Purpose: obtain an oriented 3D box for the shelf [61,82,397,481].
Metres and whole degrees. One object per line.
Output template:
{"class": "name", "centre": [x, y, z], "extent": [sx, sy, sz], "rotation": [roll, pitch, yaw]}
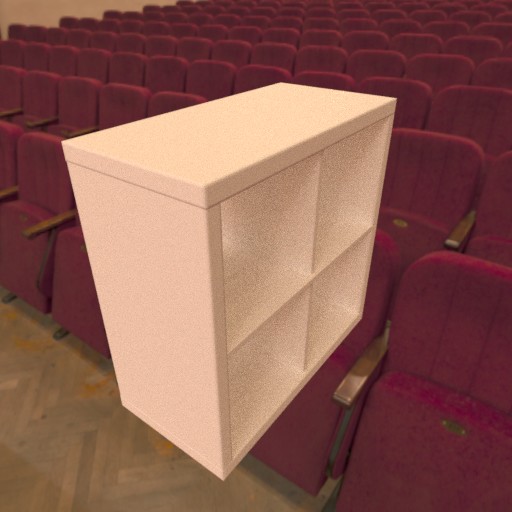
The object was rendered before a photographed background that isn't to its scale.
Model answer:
{"class": "shelf", "centre": [0.000, 0.000, 1.269], "extent": [0.390, 0.786, 0.790], "rotation": [21, 37, 31]}
